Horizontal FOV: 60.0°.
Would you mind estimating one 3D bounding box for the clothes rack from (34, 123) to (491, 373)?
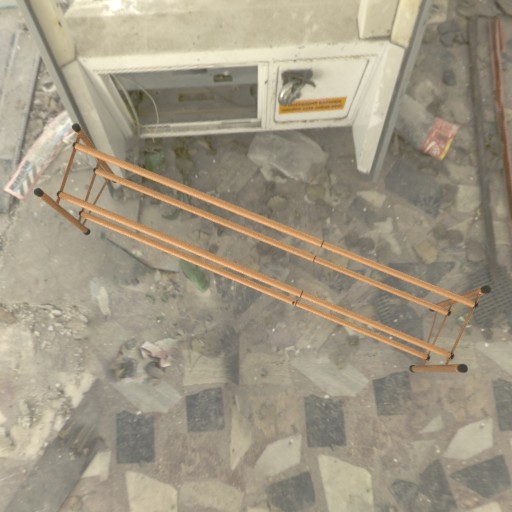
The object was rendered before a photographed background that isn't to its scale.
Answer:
[{"bbox_3d":[0.000,0.000,1.287,1.168,0.349,0.229,22,77,6],"label":"clothes rack"}]
